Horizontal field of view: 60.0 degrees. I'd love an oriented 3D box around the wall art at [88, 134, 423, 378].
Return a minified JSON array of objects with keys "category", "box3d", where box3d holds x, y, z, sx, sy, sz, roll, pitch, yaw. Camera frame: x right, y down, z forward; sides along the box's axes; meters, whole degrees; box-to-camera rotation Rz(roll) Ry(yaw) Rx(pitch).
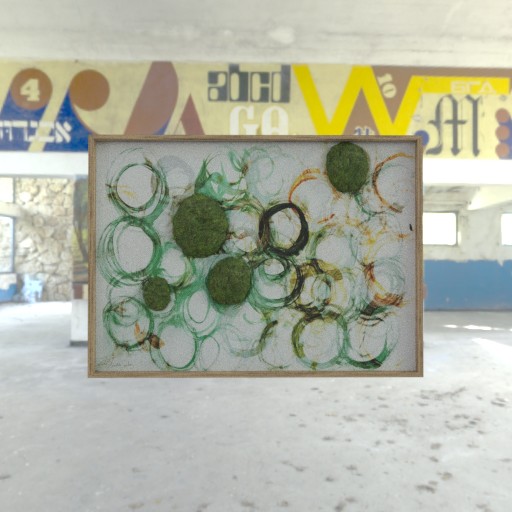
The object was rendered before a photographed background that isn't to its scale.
[{"category":"wall art","box3d":[0.000,0.000,1.121,0.841,0.609,0.063,0,0,0]}]
